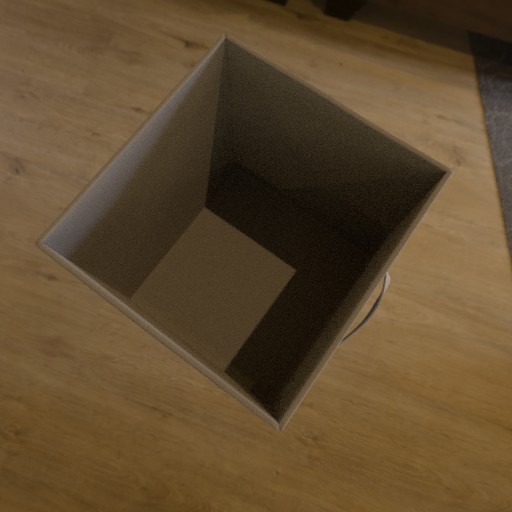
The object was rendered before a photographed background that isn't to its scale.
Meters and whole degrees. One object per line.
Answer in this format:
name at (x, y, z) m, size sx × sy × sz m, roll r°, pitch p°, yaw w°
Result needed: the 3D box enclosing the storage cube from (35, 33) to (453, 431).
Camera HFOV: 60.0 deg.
storage cube at (0.000, 0.000, 0.510) m, size 0.270 × 0.280 × 0.270 m, roll 35°, pitch 77°, yaw 9°
